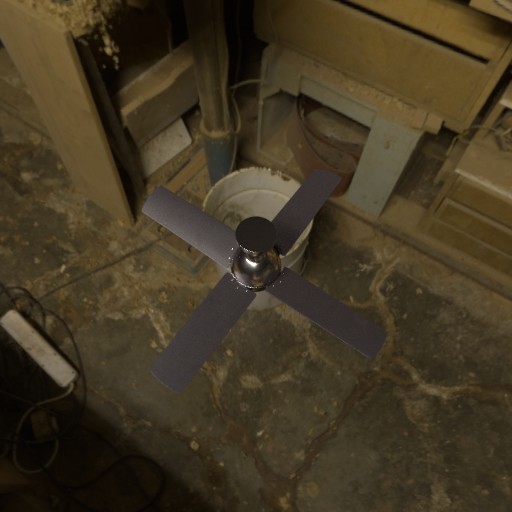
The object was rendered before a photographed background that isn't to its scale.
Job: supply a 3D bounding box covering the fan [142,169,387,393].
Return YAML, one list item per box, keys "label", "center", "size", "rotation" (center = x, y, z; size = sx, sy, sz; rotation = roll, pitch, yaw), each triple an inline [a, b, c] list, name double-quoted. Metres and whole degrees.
- label: "fan"
  center: [0.000, 0.000, 1.991]
  size: [1.332, 0.403, 1.332]
  rotation: [33, 68, 15]
